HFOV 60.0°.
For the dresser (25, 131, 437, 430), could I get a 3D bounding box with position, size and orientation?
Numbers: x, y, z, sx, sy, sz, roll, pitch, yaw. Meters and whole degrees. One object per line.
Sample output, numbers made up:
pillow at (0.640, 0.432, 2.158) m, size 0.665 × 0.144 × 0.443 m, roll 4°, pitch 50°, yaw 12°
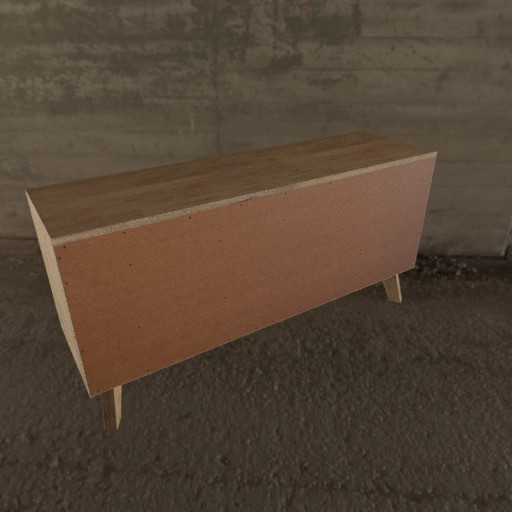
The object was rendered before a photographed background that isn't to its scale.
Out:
dresser at (0.000, 0.000, 1.929) m, size 1.602 × 0.788 × 0.455 m, roll -17°, pitch 33°, yaw -28°
